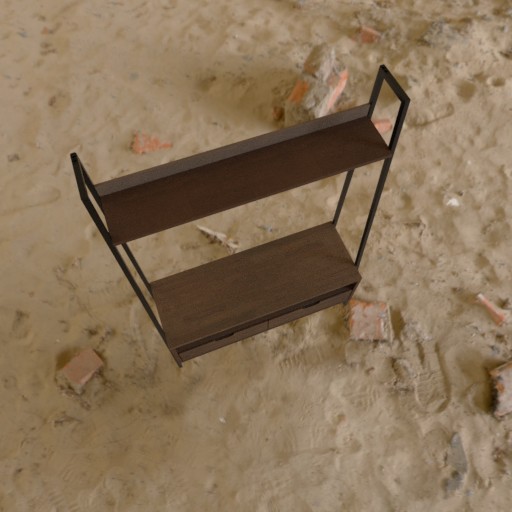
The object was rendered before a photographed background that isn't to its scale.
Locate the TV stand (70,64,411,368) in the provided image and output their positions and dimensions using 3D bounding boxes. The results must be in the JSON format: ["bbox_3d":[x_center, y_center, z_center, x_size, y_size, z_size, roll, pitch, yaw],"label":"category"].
[{"bbox_3d":[0.000,0.000,2.366,1.250,1.772,0.432,-19,65,-9],"label":"TV stand"}]
